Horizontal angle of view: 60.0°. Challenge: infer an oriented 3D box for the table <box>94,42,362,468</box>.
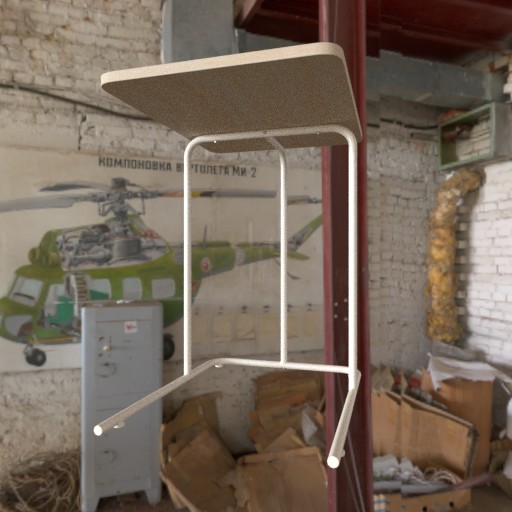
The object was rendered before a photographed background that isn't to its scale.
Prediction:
[{"bbox_3d":[0.000,0.000,0.845,0.370,0.550,0.480,0,0,17],"label":"table"}]
